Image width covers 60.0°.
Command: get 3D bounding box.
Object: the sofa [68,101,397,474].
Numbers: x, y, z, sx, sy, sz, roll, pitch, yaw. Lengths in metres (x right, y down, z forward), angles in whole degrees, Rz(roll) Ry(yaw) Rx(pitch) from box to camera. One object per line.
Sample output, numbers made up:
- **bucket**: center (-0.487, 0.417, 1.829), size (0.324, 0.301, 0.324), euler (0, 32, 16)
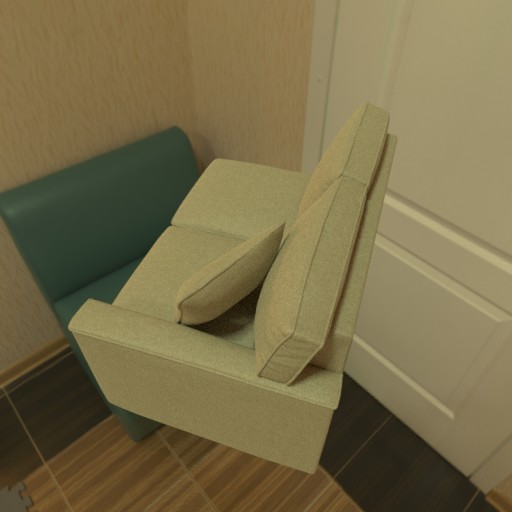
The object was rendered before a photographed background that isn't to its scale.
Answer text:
- **sofa**: center (0.000, 0.000, 2.023), size (0.991, 0.989, 1.388), euler (14, 47, 13)
